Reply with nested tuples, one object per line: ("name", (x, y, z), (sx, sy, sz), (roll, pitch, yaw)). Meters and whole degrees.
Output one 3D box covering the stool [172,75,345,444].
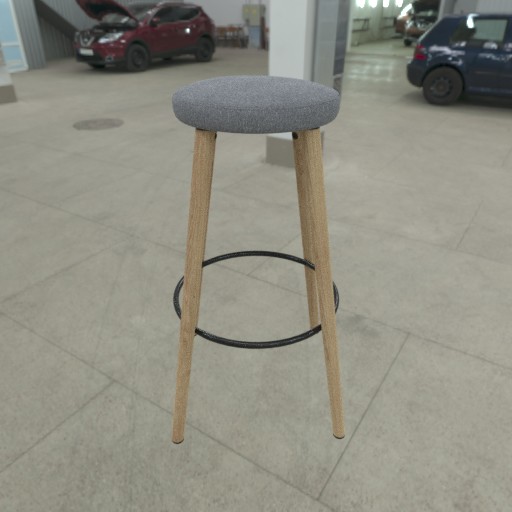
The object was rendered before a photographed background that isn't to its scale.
("stool", (0.000, 0.000, 1.027), (0.410, 0.770, 0.410), (-1, 30, -2))
